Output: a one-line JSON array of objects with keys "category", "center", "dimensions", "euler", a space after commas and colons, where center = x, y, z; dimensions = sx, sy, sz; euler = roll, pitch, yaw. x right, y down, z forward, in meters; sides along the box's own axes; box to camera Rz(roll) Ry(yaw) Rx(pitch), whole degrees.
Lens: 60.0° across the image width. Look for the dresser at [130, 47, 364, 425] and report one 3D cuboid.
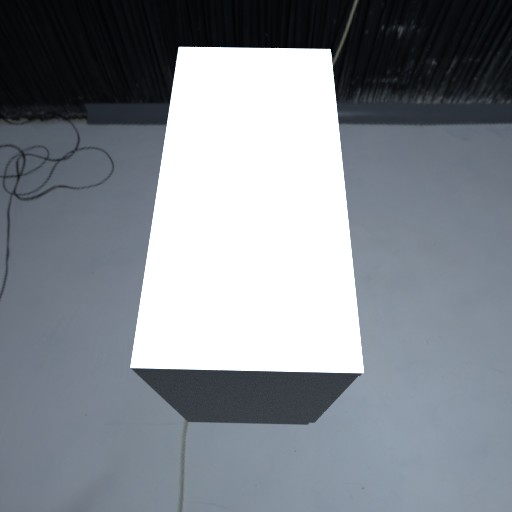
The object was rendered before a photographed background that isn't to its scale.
[{"category": "dresser", "center": [0.000, 0.000, 1.286], "dimensions": [0.420, 0.740, 0.830], "euler": [1, 63, 1]}]
